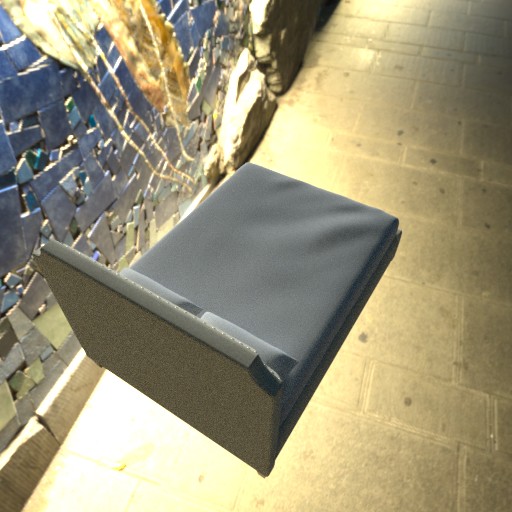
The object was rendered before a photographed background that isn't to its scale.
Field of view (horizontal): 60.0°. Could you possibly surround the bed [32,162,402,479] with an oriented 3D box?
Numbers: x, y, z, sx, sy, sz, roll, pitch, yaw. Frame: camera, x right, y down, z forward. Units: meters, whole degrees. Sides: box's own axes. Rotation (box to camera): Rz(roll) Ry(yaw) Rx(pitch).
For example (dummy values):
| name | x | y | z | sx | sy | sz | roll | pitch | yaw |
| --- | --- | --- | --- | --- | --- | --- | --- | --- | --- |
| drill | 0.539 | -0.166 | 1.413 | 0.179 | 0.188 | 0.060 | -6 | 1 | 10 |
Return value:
| name | x | y | z | sx | sy | sz | roll | pitch | yaw |
| --- | --- | --- | --- | --- | --- | --- | --- | --- | --- |
| bed | 0.000 | 0.000 | 3.486 | 1.713 | 1.457 | 2.381 | 25 | 52 | 22 |
